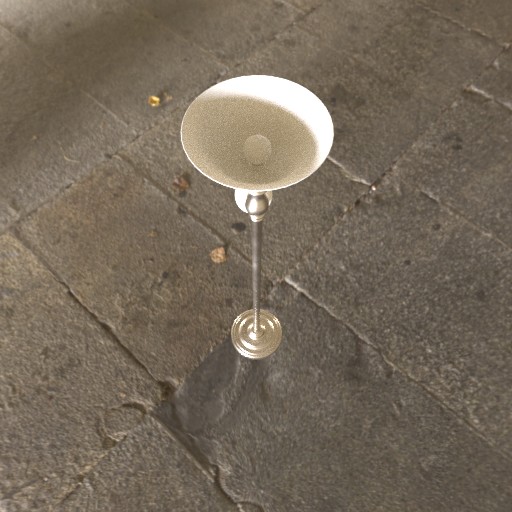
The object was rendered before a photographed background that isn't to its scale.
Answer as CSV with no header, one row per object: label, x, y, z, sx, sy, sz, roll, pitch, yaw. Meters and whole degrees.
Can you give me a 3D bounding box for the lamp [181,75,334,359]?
lamp,0.000,0.000,2.007,0.405,1.785,0.575,-2,62,-1
